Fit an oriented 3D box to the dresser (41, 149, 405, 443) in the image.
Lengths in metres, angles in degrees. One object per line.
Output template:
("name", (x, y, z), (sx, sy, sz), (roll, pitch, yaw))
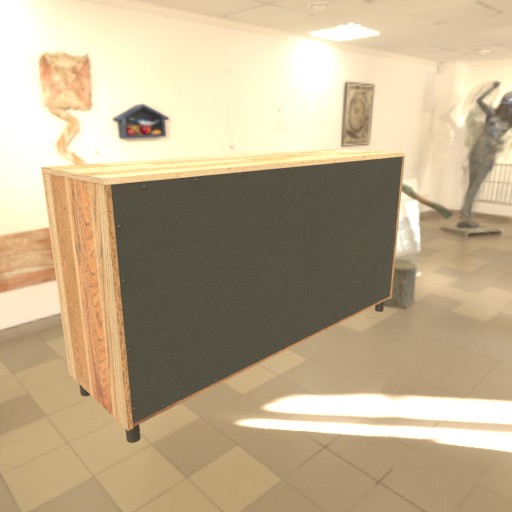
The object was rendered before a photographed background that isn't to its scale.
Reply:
("dresser", (0.000, 0.000, 1.926), (1.547, 0.834, 0.487), (-15, 22, -42))
